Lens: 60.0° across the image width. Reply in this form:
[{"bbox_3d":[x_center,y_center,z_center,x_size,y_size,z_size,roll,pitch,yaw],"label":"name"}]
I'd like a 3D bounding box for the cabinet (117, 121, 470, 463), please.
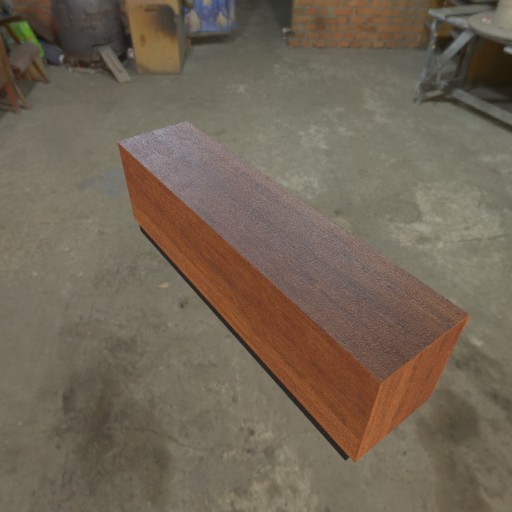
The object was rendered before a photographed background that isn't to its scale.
[{"bbox_3d":[0.000,0.000,1.842,0.419,0.510,1.600,-26,48,-27],"label":"cabinet"}]
